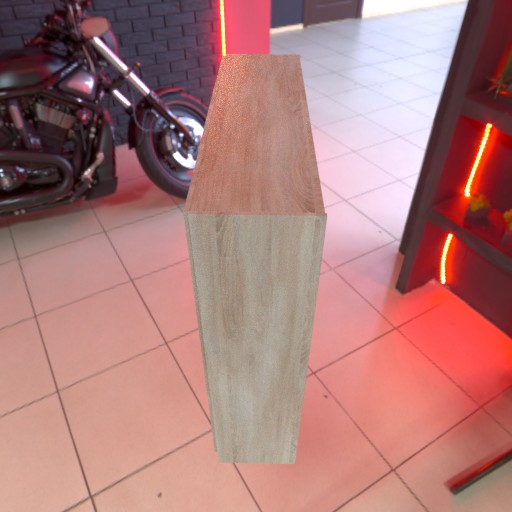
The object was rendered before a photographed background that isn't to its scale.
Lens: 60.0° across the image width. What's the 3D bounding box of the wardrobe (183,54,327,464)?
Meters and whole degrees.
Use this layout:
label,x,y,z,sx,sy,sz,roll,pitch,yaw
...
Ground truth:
label,x,y,z,sx,sy,sz,roll,pitch,yaw
wardrobe,0.000,0.000,3.185,0.598,2.159,1.998,1,41,1
